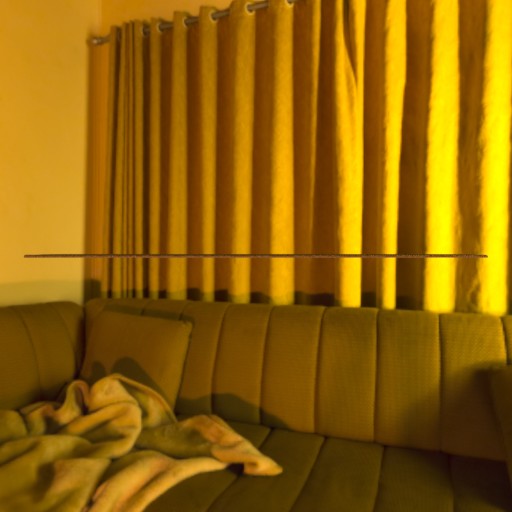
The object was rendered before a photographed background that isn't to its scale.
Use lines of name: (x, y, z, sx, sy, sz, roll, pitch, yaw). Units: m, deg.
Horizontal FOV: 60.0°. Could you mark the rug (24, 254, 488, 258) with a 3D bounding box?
rug: (0.000, 0.000, 2.512, 2.297, 0.019, 0.659, 0, 0, 0)
